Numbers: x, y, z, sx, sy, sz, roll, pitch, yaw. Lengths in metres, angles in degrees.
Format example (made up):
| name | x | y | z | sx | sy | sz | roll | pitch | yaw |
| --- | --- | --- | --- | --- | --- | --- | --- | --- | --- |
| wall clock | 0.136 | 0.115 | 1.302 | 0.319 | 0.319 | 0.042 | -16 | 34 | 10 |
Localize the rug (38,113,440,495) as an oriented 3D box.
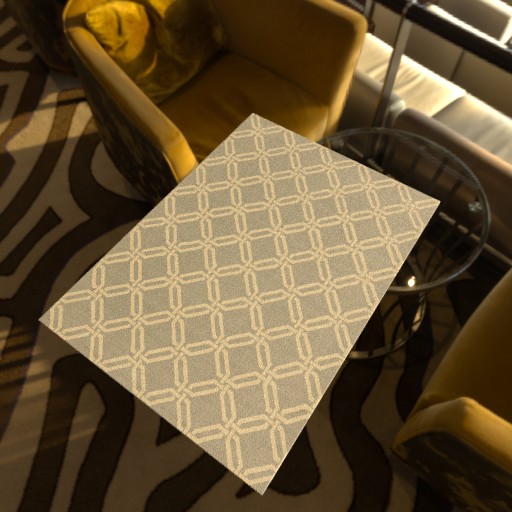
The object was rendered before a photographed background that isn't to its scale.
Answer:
| name | x | y | z | sx | sy | sz | roll | pitch | yaw |
| --- | --- | --- | --- | --- | --- | --- | --- | --- | --- |
| rug | 0.000 | 0.000 | 4.349 | 2.438 | 0.013 | 3.353 | 31 | 63 | 18 |
